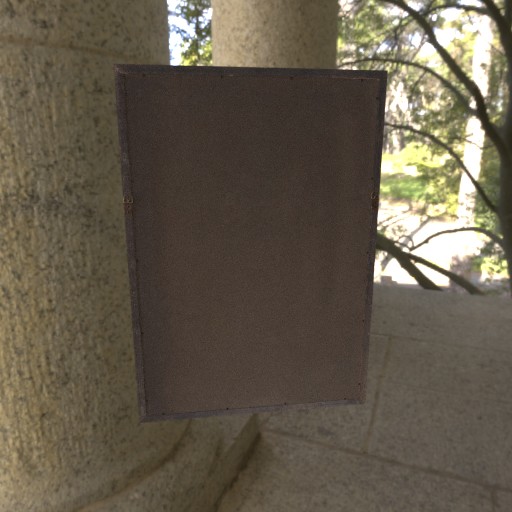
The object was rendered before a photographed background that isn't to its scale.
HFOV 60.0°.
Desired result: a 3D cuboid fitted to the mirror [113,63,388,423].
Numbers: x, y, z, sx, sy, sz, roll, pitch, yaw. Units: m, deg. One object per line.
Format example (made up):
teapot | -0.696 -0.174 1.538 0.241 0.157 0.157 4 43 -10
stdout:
mirror | 0.000 0.000 1.256 0.705 0.996 0.025 -2 14 -8
